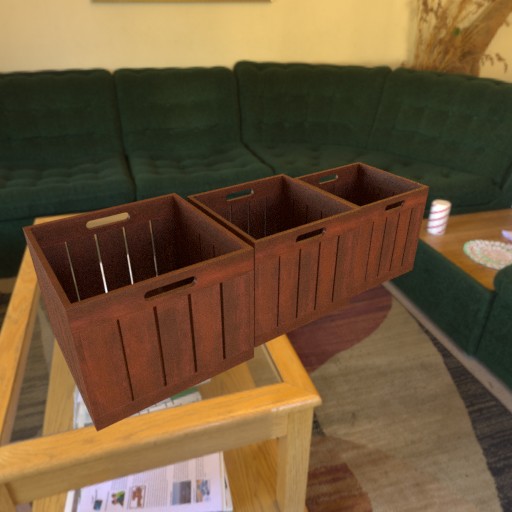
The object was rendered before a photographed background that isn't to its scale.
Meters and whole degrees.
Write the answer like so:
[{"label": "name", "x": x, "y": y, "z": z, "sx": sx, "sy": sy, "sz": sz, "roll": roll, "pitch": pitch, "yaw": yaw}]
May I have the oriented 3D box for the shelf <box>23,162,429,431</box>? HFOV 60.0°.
[{"label": "shelf", "x": 0.000, "y": 0.000, "z": 1.241, "sx": 1.064, "sy": 0.311, "sz": 0.393, "roll": -19, "pitch": 34, "yaw": -29}]
